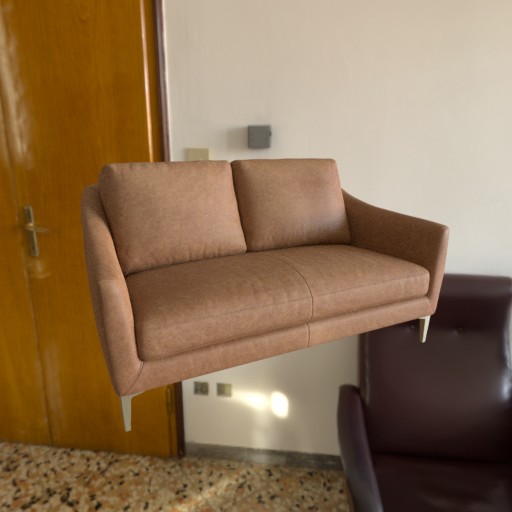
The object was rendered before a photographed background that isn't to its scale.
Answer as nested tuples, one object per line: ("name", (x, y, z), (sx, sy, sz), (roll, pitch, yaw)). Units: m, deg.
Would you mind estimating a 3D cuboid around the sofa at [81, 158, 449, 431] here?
("sofa", (0.000, 0.000, 2.179), (1.619, 0.902, 0.960), (-8, 18, -27))
